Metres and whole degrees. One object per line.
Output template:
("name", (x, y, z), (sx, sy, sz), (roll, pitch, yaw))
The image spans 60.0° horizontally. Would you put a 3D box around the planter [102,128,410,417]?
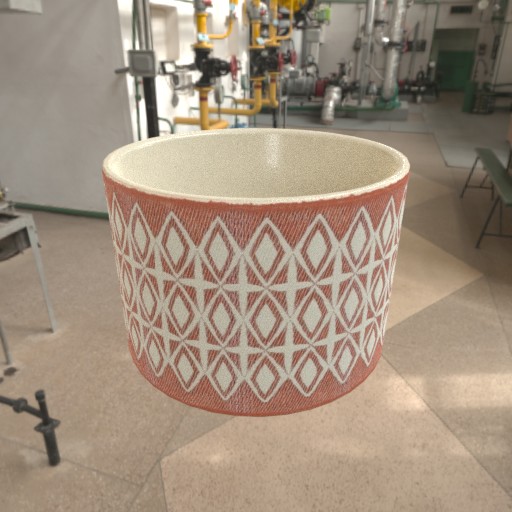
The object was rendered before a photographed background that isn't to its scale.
("planter", (0.000, 0.000, 0.320), (0.192, 0.148, 0.192), (0, 26, 0))
